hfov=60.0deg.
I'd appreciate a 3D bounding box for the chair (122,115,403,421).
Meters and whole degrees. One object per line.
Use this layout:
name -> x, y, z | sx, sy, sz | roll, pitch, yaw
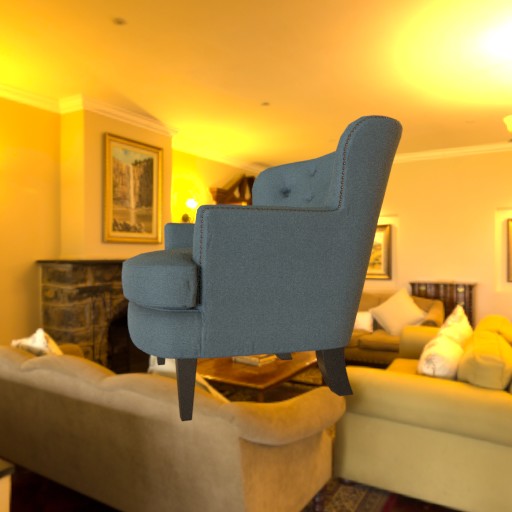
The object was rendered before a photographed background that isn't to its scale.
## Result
chair -> 0.000, 0.000, 1.566 | 0.906, 0.868, 0.848 | 0, 0, -18
